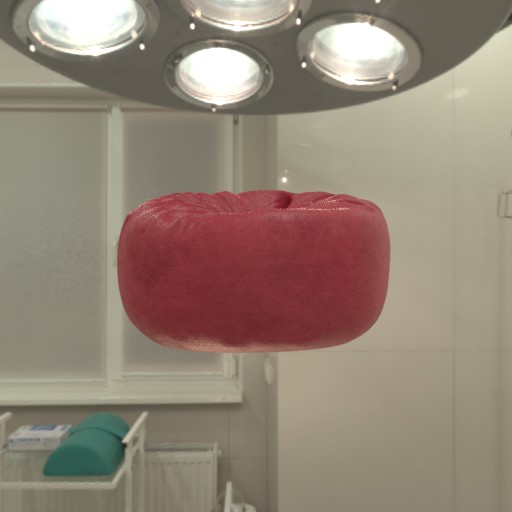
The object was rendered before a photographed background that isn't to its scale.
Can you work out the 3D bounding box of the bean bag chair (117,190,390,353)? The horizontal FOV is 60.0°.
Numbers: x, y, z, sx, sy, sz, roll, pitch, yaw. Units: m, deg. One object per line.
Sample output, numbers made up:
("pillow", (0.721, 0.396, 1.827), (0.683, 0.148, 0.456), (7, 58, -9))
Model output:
("bean bag chair", (0.000, 0.000, 2.459), (1.524, 0.878, 1.524), (0, 0, -1))
